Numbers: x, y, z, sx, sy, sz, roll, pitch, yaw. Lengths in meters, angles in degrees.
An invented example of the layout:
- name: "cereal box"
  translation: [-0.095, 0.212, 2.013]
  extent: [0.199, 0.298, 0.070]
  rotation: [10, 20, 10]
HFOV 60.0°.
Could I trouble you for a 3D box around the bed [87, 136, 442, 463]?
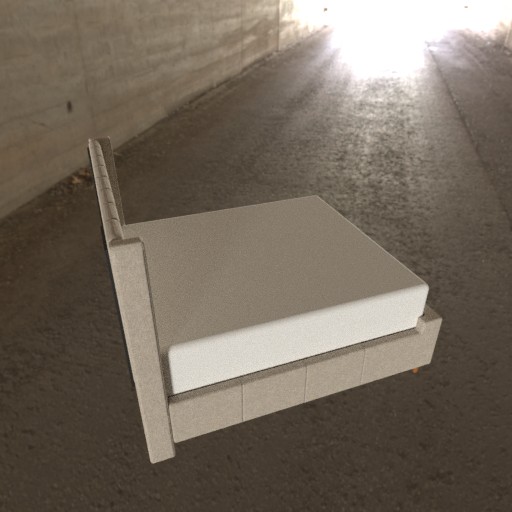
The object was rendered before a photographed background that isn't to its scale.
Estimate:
- name: "bed"
  translation: [0.000, 0.000, 3.799]
  extent: [2.370, 1.743, 2.045]
  rotation: [-11, 33, -18]
